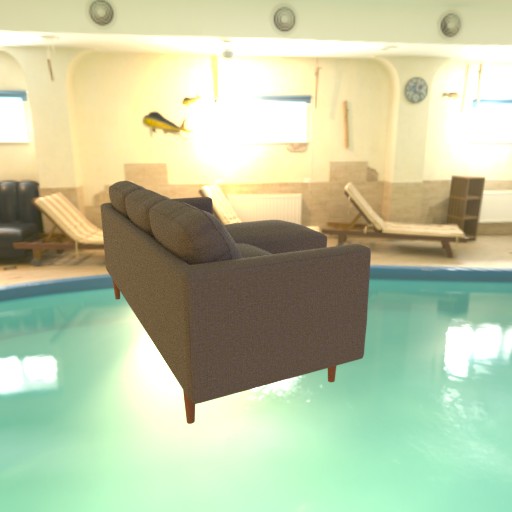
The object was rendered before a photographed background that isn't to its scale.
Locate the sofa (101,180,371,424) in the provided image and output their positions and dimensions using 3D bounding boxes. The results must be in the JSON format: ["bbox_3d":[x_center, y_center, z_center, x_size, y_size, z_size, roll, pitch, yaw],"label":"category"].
[{"bbox_3d":[0.000,0.000,2.850,1.591,0.897,2.031,-7,16,-26],"label":"sofa"}]
